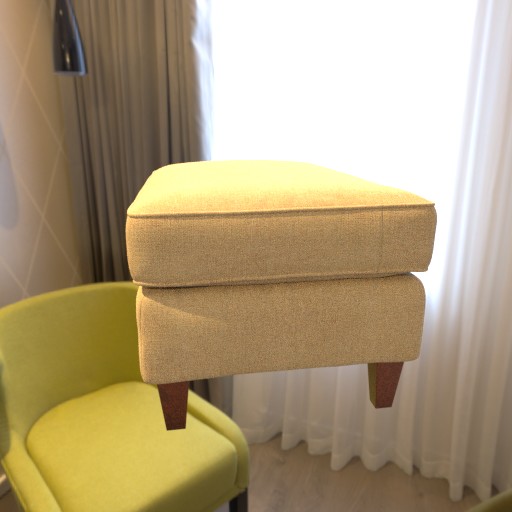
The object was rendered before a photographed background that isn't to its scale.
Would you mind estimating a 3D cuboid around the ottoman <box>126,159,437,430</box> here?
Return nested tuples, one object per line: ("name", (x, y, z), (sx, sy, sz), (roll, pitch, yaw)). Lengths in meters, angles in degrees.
("ottoman", (0.000, 0.000, 1.221), (0.583, 0.484, 0.862), (-3, 17, -8))
